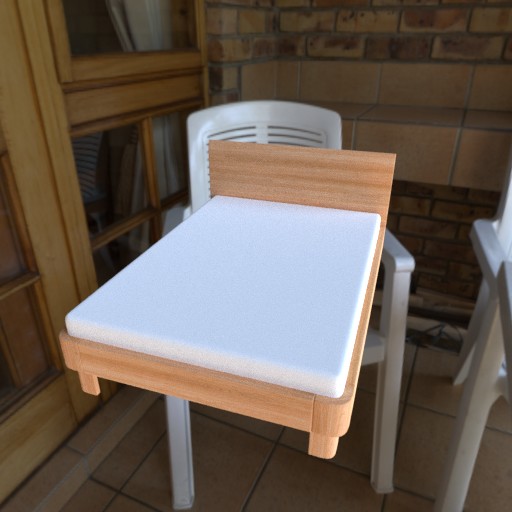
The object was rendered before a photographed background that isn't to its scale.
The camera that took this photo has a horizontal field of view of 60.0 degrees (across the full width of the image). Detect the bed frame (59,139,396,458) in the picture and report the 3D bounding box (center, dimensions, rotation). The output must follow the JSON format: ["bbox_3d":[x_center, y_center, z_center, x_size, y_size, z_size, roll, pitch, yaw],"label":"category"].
[{"bbox_3d":[0.000,0.000,2.792,1.472,0.940,1.992,9,28,16],"label":"bed frame"}]
